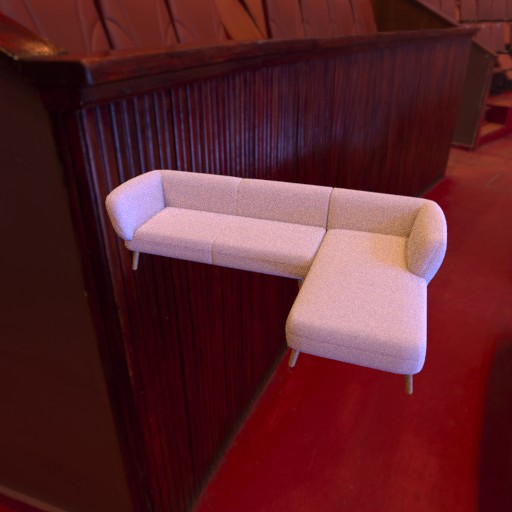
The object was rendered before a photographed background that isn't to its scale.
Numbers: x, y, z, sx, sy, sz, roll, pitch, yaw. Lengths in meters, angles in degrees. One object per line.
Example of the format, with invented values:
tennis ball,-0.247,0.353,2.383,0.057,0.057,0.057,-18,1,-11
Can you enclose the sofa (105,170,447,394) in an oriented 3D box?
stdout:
sofa,0.000,0.000,3.421,2.660,0.730,1.610,9,30,16
